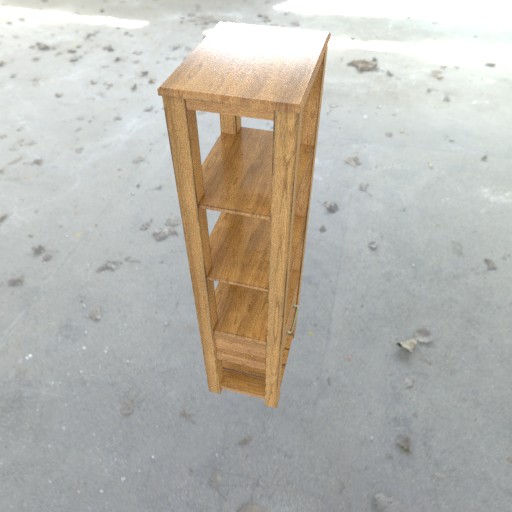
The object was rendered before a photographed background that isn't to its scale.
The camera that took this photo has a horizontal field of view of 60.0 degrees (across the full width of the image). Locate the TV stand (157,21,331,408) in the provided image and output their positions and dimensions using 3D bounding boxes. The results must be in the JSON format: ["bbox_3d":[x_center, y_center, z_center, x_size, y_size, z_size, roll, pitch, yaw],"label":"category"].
[{"bbox_3d":[0.000,0.000,2.072,0.435,1.828,0.565,11,47,10],"label":"TV stand"}]
